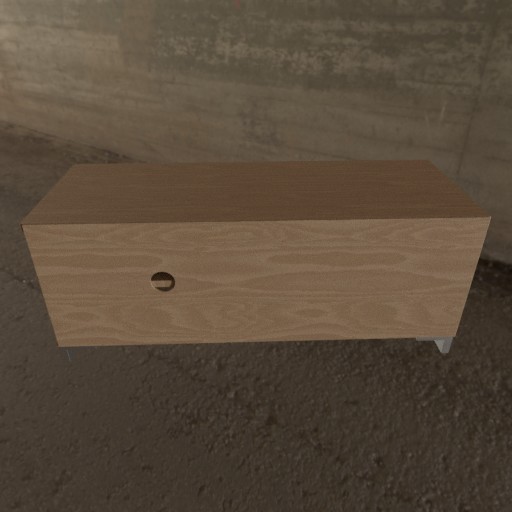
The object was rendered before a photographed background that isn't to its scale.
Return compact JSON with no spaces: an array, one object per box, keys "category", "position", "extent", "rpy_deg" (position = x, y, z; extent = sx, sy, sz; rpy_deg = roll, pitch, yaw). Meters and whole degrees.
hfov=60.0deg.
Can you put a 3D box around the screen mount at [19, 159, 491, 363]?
[{"category":"screen mount","position":[0.000,0.000,1.297],"extent":[1.084,0.432,0.406],"rpy_deg":[-1,31,-2]}]
